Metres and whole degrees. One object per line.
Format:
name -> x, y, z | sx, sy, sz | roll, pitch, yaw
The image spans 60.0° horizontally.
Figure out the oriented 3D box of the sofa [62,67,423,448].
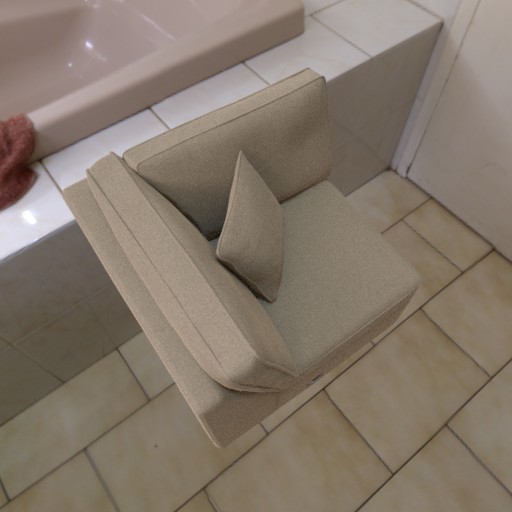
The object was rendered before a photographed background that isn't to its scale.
sofa -> 0.000, 0.000, 1.962 | 1.146, 1.002, 1.084 | -31, 64, -17
